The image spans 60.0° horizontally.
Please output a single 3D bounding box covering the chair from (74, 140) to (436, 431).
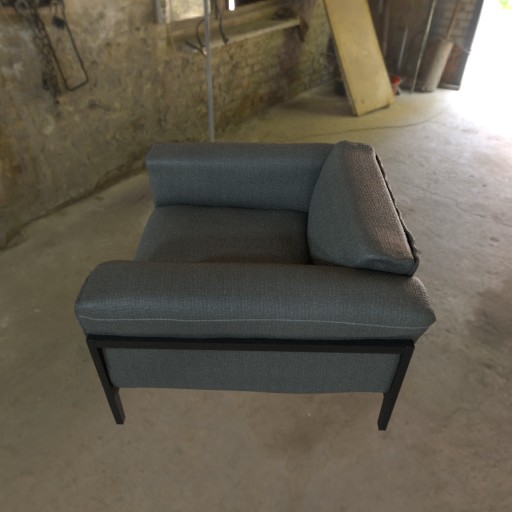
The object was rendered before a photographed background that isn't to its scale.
[{"bbox_3d":[0.000,0.000,1.683,0.969,0.646,1.056,1,39,1],"label":"chair"}]
